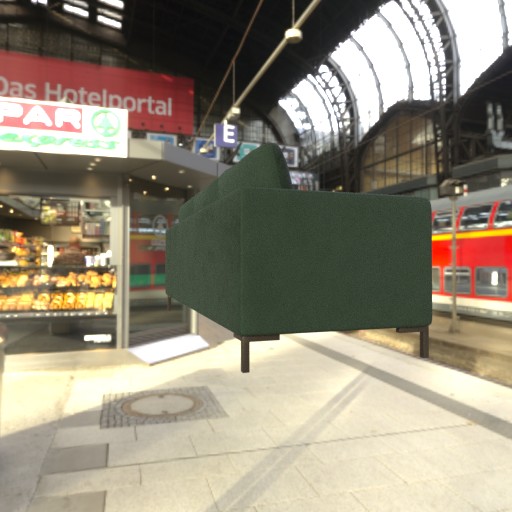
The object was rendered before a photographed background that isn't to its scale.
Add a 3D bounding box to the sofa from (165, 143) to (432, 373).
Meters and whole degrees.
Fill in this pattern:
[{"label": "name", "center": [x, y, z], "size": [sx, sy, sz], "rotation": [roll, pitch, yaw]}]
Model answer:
[{"label": "sofa", "center": [0.000, 0.000, 2.751], "size": [0.859, 0.870, 2.218], "rotation": [0, -1, -18]}]
